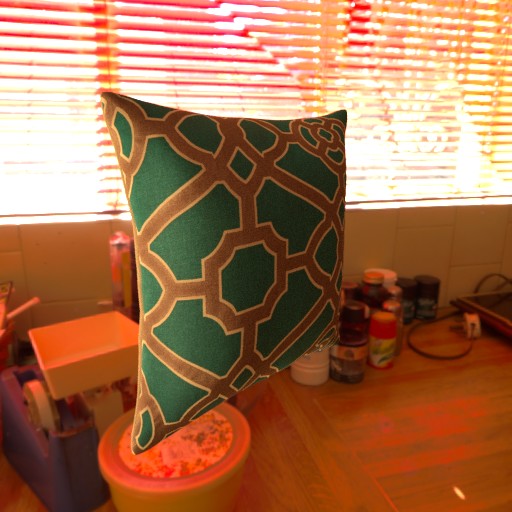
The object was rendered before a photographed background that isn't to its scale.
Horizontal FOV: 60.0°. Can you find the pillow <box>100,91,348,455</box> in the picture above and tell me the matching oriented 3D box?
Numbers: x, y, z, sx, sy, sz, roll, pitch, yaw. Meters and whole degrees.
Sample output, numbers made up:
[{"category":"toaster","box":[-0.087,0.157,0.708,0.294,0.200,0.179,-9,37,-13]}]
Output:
[{"category":"pillow","box":[0.000,0.000,0.769,0.166,0.507,0.526,14,21,43]}]
